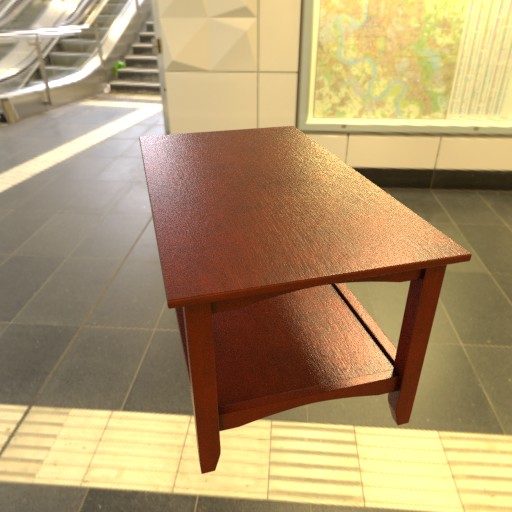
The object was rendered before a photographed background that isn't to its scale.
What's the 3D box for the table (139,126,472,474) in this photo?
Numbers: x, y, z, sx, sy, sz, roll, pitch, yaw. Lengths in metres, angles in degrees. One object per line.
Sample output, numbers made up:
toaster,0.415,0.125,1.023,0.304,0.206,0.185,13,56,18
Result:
table,0.000,0.000,1.226,0.533,0.456,0.943,-8,31,-13
